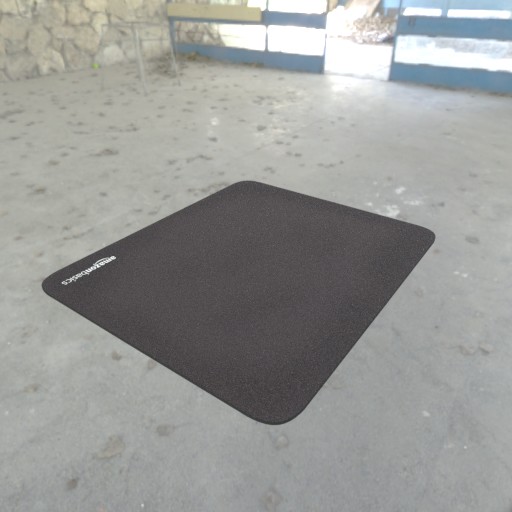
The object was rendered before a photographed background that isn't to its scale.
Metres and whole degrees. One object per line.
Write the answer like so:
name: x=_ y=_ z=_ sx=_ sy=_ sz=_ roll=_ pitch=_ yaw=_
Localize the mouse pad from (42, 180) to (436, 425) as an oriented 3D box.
mouse pad: x=0.000 y=0.000 z=0.345 sx=0.211 sy=0.002 sz=0.249 roll=21 pitch=37 yaw=30
